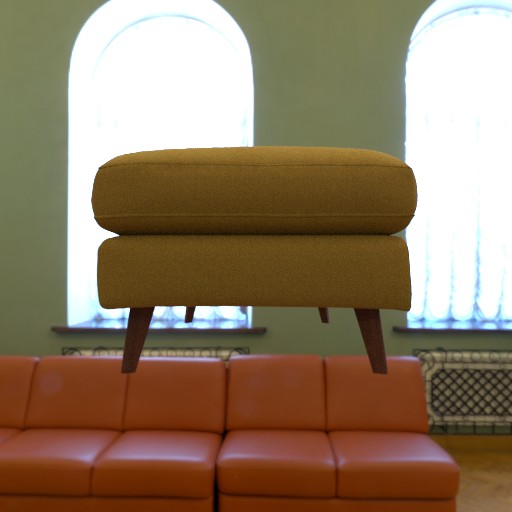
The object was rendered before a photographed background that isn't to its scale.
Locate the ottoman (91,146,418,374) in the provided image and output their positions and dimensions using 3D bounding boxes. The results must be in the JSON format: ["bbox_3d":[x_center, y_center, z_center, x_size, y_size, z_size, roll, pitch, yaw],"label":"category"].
[{"bbox_3d":[0.000,0.000,1.180,0.608,0.449,0.811,0,-1,1],"label":"ottoman"}]
